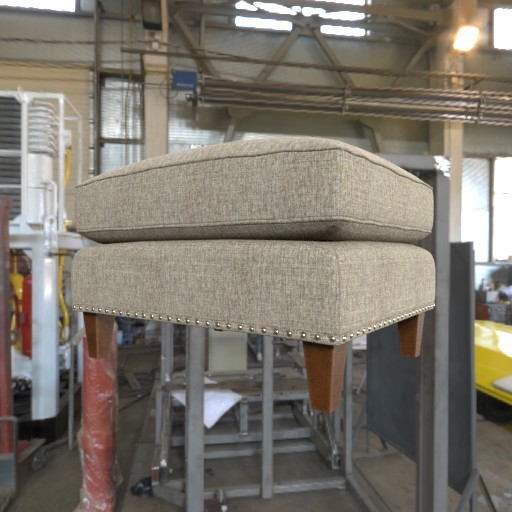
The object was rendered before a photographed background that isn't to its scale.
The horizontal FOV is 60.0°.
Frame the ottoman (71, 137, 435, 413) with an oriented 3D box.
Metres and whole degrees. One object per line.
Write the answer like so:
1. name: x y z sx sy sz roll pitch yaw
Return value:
1. ottoman: 0.000 0.000 1.130 0.741 0.513 0.584 0 0 36
